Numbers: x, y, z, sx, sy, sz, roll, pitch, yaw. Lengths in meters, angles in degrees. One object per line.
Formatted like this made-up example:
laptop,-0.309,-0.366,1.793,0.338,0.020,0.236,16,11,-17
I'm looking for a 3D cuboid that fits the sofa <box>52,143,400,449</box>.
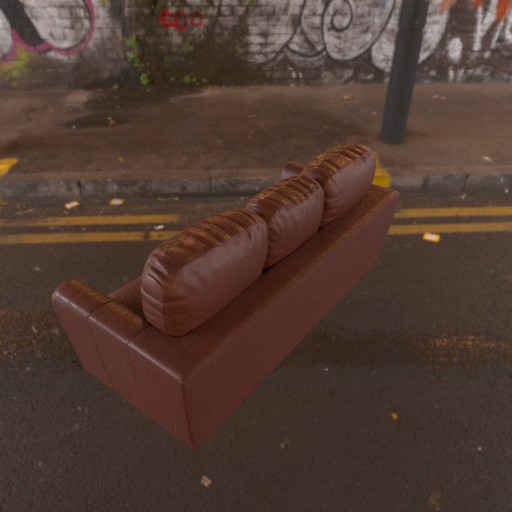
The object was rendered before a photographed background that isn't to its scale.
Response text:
sofa,0.000,0.000,2.354,0.802,0.915,1.862,23,40,30
